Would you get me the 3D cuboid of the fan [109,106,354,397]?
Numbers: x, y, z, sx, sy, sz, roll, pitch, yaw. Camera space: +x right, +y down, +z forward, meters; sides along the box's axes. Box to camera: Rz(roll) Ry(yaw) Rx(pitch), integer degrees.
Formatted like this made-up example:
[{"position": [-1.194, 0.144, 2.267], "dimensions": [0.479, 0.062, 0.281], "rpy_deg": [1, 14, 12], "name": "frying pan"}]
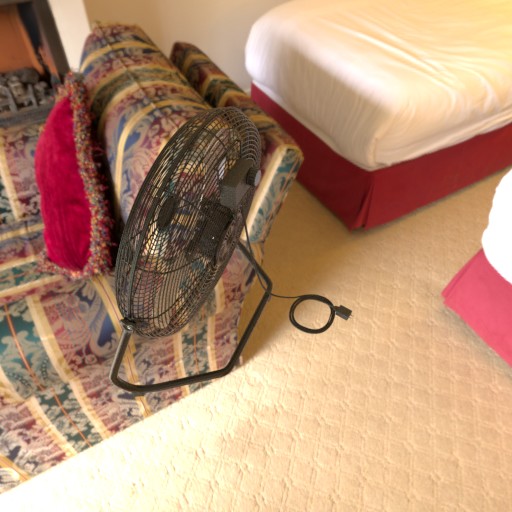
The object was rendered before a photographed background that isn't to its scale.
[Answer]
[{"position": [0.000, 0.000, 0.887], "dimensions": [0.424, 0.546, 0.555], "rpy_deg": [17, 50, 15], "name": "fan"}]
